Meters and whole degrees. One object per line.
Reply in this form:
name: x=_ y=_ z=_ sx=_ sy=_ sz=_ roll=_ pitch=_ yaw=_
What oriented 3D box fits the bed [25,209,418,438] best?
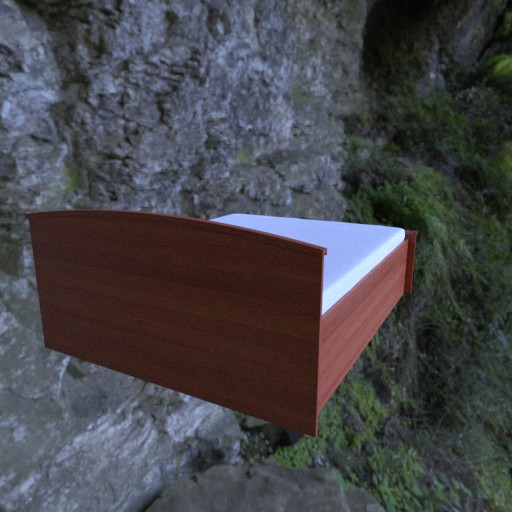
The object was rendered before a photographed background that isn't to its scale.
bed: x=0.000 y=0.000 z=2.924 sx=1.683 sy=0.848 sz=2.053 roll=8 pitch=16 yaw=28
